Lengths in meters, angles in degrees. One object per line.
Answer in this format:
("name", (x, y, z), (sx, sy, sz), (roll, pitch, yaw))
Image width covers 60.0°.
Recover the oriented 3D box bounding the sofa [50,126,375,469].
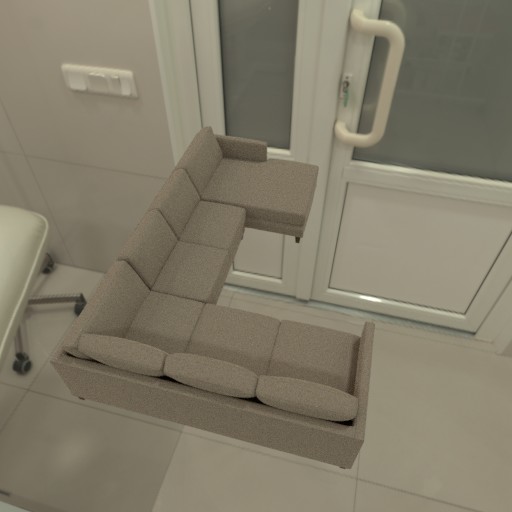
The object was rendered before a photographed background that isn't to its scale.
("sofa", (0.000, 0.000, 4.521), (2.424, 0.865, 3.438), (11, 48, 10))
